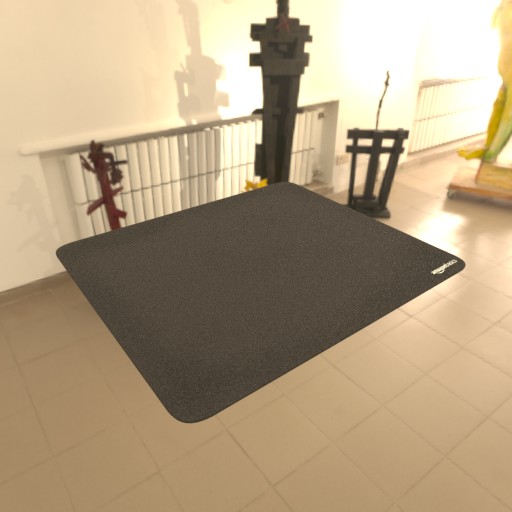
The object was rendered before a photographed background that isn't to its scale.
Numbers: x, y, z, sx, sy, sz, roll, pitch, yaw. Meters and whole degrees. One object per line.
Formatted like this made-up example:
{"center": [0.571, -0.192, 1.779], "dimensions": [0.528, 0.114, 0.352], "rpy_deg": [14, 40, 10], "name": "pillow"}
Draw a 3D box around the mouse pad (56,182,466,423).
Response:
{"center": [0.000, 0.000, 0.627], "dimensions": [0.451, 0.002, 0.393], "rpy_deg": [-21, 37, -31], "name": "mouse pad"}
